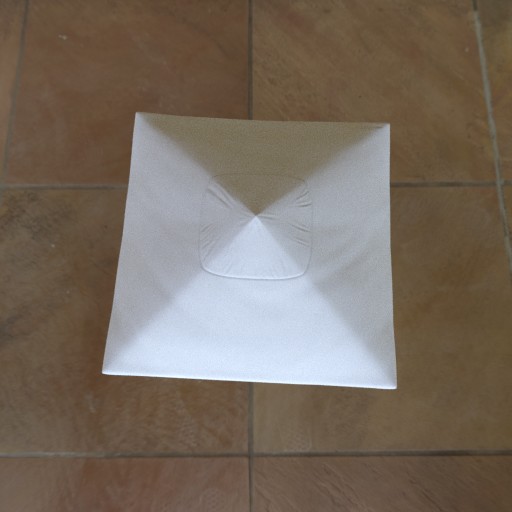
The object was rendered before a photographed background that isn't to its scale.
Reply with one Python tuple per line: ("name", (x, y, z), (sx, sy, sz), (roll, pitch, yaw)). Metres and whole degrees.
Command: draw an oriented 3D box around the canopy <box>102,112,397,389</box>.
("canopy", (0.000, 0.000, 5.534), (2.998, 2.997, 2.996), (3, 76, 1))
